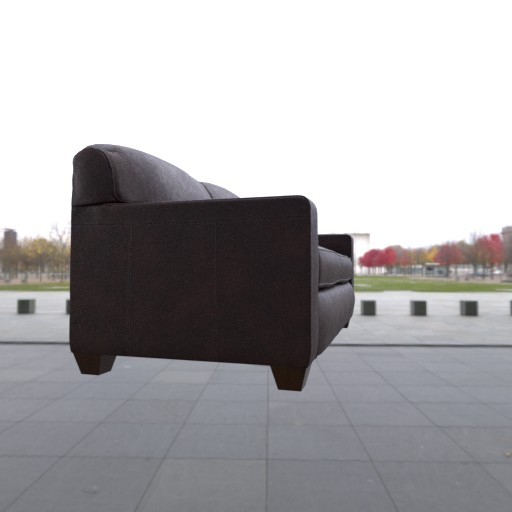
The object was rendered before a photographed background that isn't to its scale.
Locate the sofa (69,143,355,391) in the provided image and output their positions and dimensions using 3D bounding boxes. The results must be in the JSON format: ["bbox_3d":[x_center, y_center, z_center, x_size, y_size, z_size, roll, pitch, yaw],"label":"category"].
[{"bbox_3d":[0.000,0.000,2.463,1.000,0.966,1.856,-1,-2,17],"label":"sofa"}]
